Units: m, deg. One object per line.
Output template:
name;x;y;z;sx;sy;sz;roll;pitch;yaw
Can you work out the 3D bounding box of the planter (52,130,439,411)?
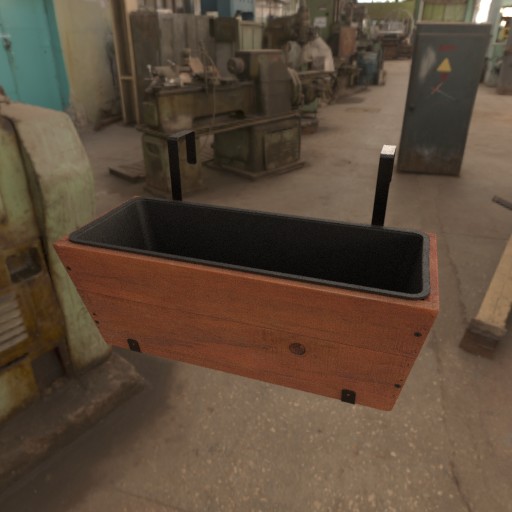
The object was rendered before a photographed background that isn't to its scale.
planter;0.000;0.000;0.644;0.480;0.289;0.262;9;29;17
